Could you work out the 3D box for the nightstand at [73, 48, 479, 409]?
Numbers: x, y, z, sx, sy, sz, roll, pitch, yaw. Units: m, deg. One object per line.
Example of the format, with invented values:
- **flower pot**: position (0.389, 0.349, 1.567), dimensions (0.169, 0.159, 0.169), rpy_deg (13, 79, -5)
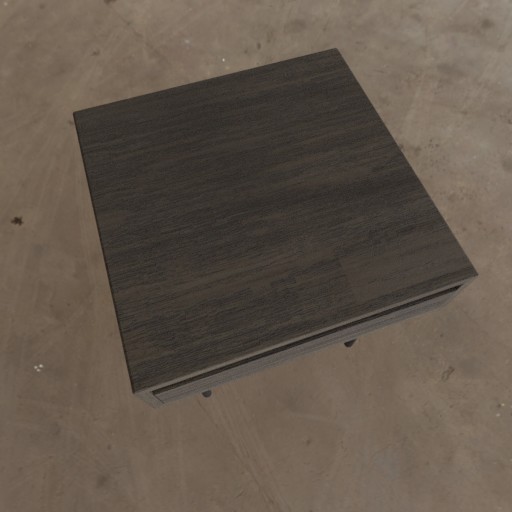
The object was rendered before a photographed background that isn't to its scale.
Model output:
- **nightstand**: position (0.000, 0.000, 0.920), dimensions (0.502, 0.497, 0.503), rpy_deg (-17, 65, -8)
